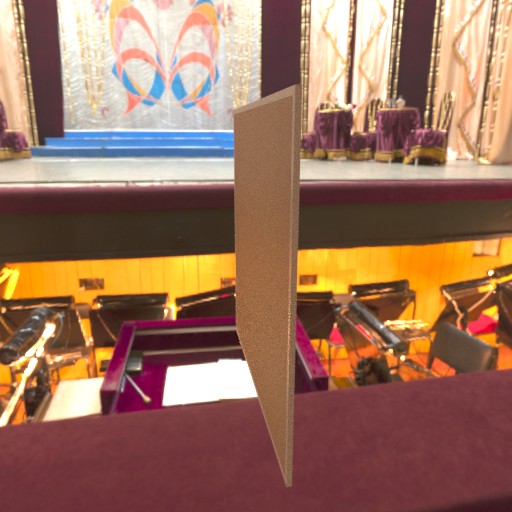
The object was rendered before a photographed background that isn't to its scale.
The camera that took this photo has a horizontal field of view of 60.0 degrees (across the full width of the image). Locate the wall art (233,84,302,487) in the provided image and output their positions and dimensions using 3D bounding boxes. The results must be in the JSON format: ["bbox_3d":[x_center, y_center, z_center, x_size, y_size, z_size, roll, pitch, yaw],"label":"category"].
[{"bbox_3d":[0.000,0.000,1.229,0.012,0.809,0.809,-3,16,-10],"label":"wall art"}]
